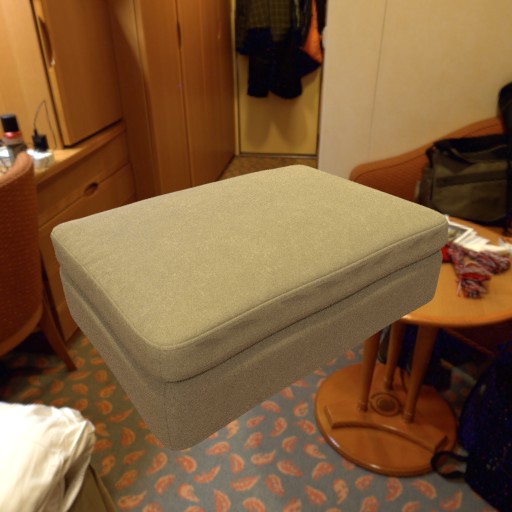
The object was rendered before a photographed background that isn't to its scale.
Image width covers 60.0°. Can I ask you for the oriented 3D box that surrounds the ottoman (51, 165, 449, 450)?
[{"bbox_3d":[0.000,0.000,1.615,1.199,0.429,0.840,-21,35,-33],"label":"ottoman"}]
